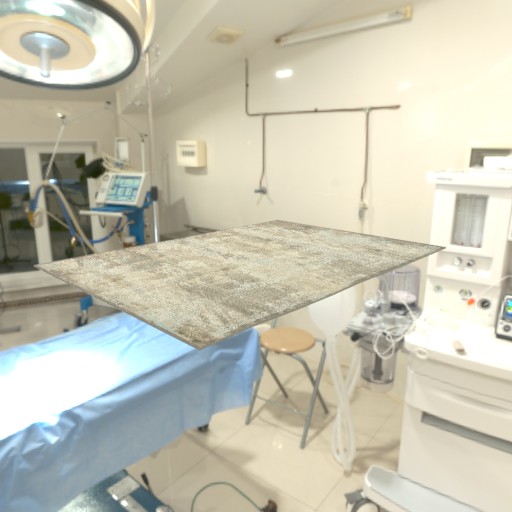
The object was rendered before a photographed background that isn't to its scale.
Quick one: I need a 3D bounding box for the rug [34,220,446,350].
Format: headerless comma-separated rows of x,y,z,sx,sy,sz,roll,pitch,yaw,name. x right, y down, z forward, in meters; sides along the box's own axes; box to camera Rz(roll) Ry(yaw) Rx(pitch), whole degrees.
0.000,0.000,4.340,2.393,0.013,3.307,14,20,42,rug
